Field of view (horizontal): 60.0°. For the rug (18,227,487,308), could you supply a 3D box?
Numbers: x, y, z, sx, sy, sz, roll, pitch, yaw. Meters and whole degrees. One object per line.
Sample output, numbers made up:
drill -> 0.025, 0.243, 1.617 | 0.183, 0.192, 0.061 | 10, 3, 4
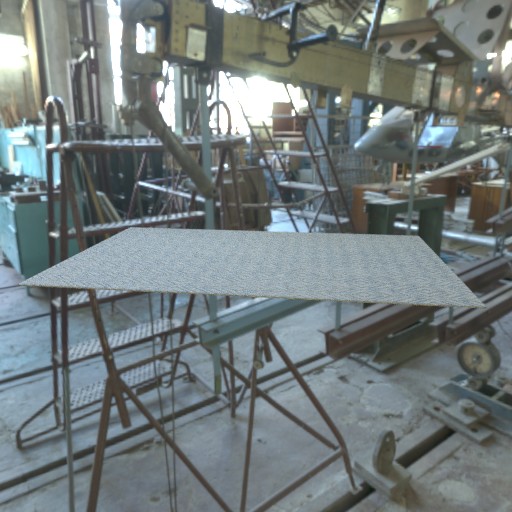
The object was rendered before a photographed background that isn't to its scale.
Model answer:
rug -> 0.000, 0.000, 3.008 | 2.441, 0.008, 1.526 | 2, 16, 8
